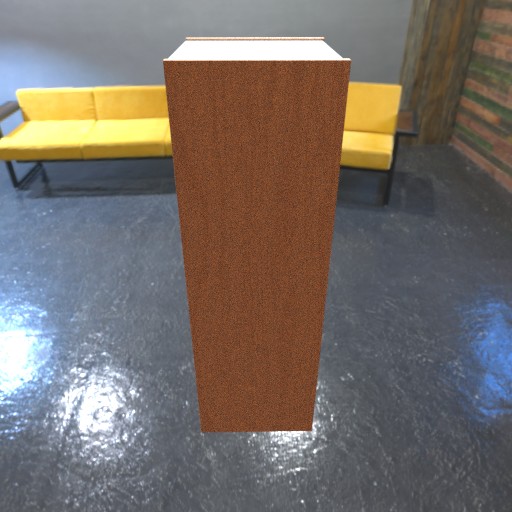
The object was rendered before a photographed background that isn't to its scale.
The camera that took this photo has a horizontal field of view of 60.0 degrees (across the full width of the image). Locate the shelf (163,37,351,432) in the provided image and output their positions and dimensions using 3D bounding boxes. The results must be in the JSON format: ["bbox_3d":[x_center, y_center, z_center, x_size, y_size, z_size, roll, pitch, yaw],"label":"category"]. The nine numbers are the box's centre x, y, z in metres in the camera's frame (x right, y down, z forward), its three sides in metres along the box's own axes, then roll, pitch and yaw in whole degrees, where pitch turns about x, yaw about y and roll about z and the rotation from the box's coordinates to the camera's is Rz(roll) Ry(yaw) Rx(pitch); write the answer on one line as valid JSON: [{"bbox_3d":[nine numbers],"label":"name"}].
[{"bbox_3d":[0.000,0.000,1.048,0.290,0.900,0.300,0,32,-1],"label":"shelf"}]
